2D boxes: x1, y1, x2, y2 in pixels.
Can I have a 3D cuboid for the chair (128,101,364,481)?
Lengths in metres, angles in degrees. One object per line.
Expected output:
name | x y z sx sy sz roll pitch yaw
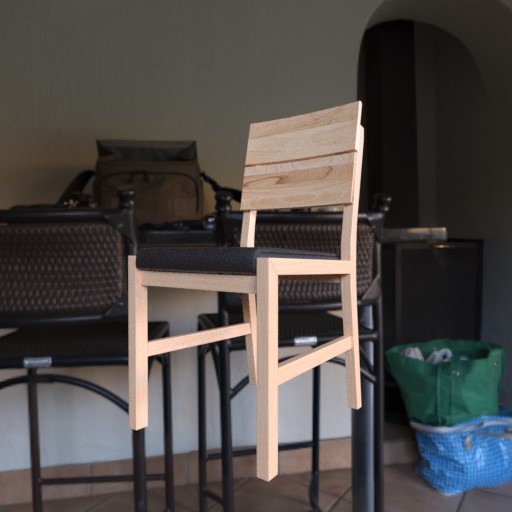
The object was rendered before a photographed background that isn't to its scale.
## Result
chair | 0.000 0.000 1.294 0.475 0.950 0.560 1 1 37
